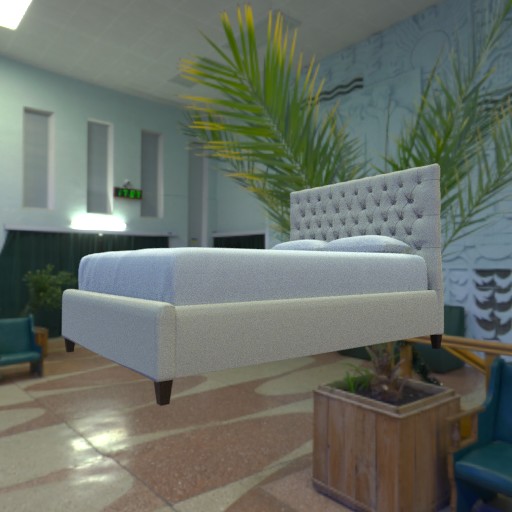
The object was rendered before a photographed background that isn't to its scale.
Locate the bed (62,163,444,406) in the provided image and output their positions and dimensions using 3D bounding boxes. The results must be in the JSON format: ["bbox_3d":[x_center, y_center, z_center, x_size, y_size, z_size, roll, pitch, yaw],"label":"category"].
[{"bbox_3d":[0.000,0.000,3.376,2.387,1.427,1.698,1,-2,-37],"label":"bed"}]
